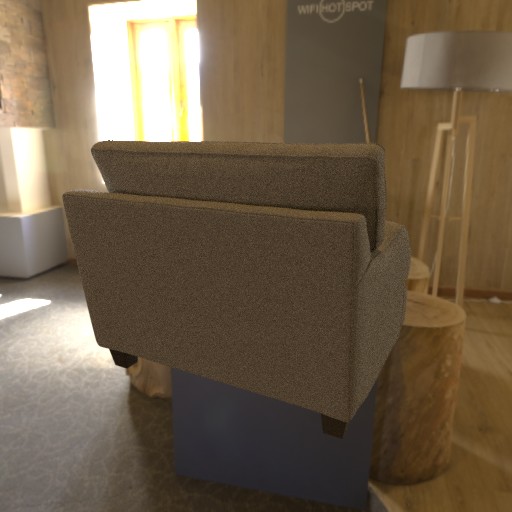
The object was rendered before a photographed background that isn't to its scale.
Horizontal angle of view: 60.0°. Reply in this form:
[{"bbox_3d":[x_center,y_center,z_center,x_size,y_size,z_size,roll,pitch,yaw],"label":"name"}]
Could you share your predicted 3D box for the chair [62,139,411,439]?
[{"bbox_3d":[0.000,0.000,1.989,1.220,1.016,1.040,8,18,27],"label":"chair"}]
